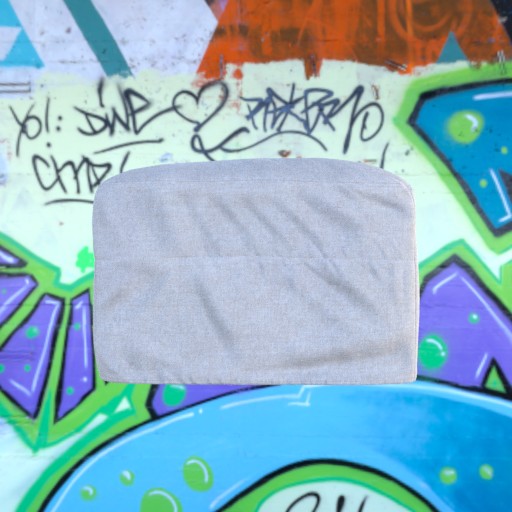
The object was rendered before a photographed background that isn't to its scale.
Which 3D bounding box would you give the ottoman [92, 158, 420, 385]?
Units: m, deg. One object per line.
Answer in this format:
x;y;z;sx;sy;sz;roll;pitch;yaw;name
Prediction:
0.000;0.000;1.266;0.683;0.481;0.837;0;1;1;ottoman
